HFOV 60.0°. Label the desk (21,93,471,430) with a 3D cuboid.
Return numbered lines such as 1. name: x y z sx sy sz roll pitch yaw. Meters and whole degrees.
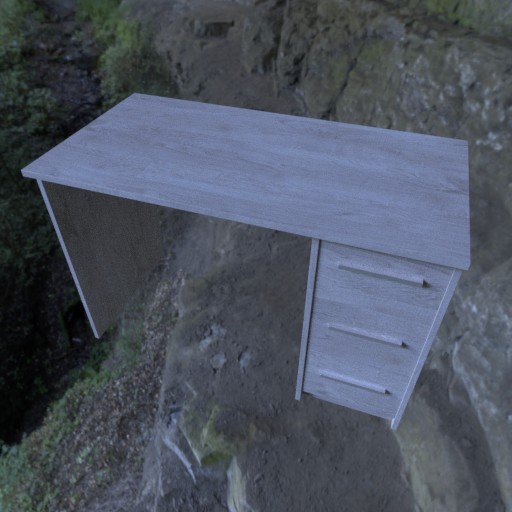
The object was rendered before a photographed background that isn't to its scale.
1. desk: 0.000 0.000 1.453 1.097 0.735 0.560 13 43 14
